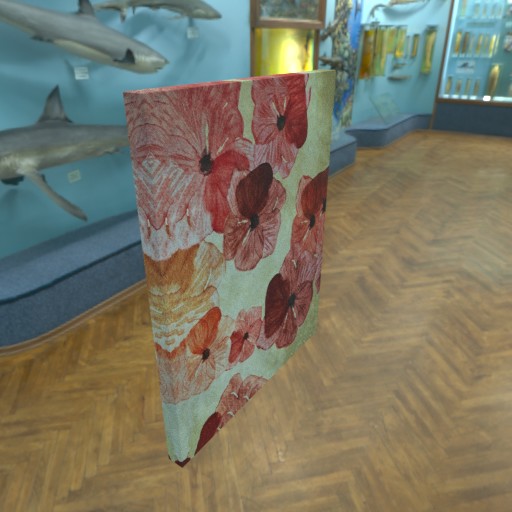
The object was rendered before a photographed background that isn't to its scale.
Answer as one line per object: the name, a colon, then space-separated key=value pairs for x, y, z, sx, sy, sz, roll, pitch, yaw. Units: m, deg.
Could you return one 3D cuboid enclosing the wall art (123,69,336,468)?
wall art: x=0.000 y=0.000 z=0.680 sx=0.028 sy=0.508 sz=0.406 roll=17 pitch=31 yaw=31
